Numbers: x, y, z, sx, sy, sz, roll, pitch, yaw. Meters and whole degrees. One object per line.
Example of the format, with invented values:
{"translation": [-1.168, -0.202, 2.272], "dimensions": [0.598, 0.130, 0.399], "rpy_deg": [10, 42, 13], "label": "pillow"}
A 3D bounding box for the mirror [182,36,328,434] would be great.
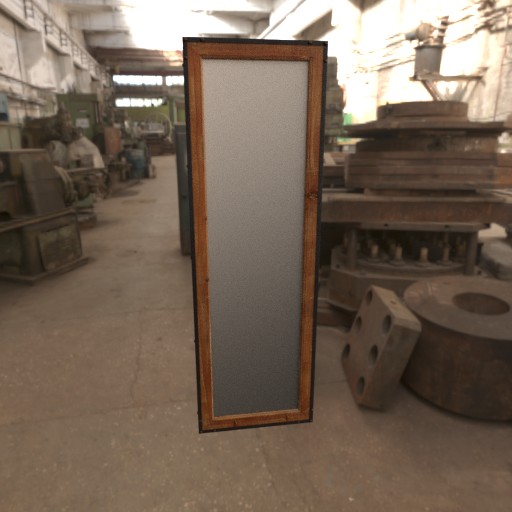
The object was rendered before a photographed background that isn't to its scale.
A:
{"translation": [0.000, 0.000, 1.209], "dimensions": [0.354, 1.080, 0.042], "rpy_deg": [-3, 16, -9], "label": "mirror"}
